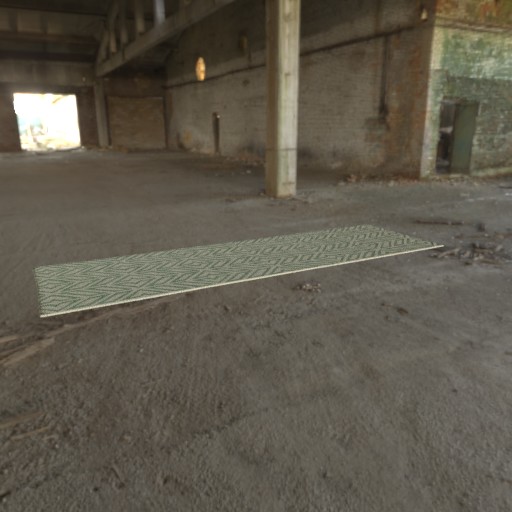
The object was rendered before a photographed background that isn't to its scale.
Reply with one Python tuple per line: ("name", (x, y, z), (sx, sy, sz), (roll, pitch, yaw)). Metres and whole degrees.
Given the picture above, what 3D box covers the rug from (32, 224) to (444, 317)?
("rug", (0.000, 0.000, 2.711), (2.435, 0.009, 0.750), (-9, 18, -27))
